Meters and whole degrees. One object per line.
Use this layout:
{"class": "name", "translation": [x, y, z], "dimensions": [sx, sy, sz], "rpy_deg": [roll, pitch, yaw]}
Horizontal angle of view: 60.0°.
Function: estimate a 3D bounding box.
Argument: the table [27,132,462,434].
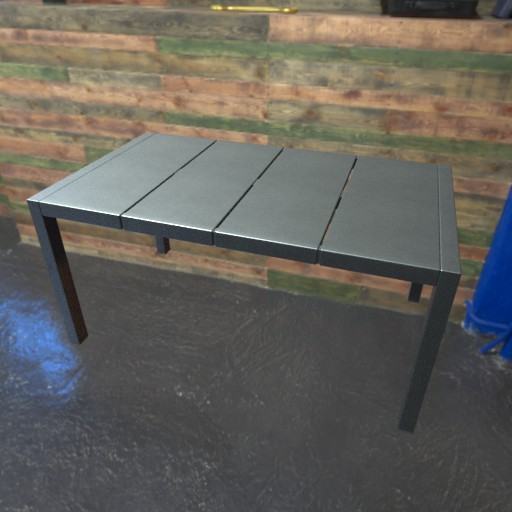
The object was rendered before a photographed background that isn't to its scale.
{"class": "table", "translation": [0.000, 0.000, 1.267], "dimensions": [0.965, 0.460, 0.559], "rpy_deg": [10, 34, 16]}
